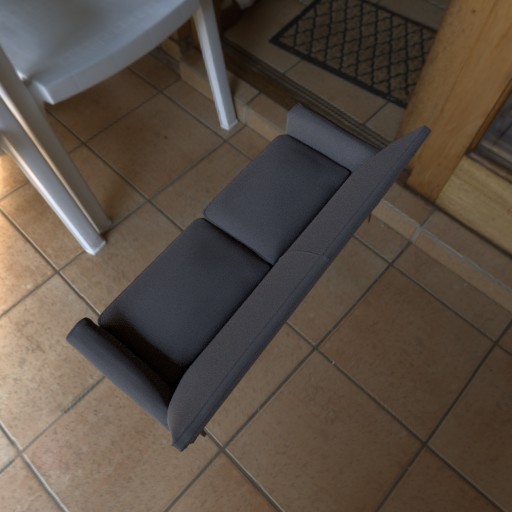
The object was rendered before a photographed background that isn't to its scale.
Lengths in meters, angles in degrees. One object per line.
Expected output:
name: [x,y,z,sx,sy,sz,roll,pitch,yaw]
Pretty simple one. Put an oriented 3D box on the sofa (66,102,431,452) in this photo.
sofa: [0.000,0.000,2.504,0.843,0.907,2.002,34,68,16]
